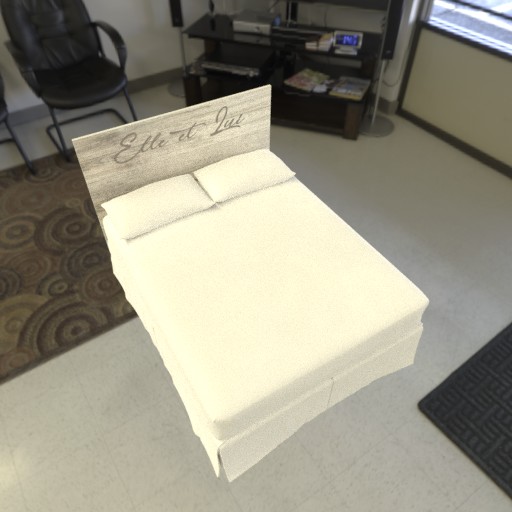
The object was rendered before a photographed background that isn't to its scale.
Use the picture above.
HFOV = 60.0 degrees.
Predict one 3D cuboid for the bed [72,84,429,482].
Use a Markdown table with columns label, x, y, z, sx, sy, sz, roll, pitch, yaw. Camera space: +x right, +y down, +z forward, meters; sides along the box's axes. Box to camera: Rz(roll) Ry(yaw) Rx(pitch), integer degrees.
| label | x | y | z | sx | sy | sz | roll | pitch | yaw |
| --- | --- | --- | --- | --- | --- | --- | --- | --- | --- |
| bed | 0.000 | 0.000 | 3.189 | 1.745 | 1.335 | 2.094 | -23 | 51 | -21 |
